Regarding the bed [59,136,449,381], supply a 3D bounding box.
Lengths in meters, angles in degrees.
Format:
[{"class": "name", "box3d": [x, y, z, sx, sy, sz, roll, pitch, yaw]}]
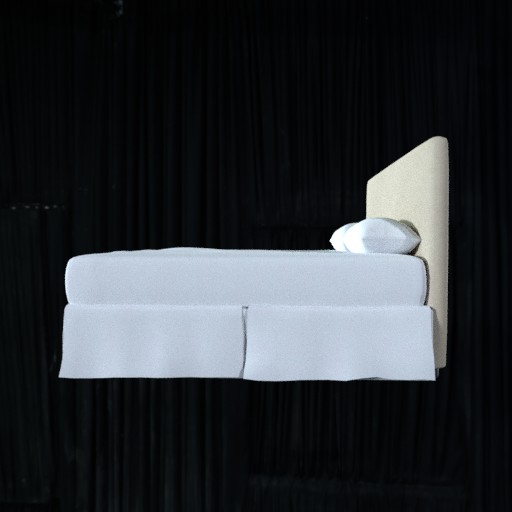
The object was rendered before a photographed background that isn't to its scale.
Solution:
[{"class": "bed", "box3d": [0.000, 0.000, 3.186, 2.142, 1.330, 1.723, 0, 1, 2]}]
